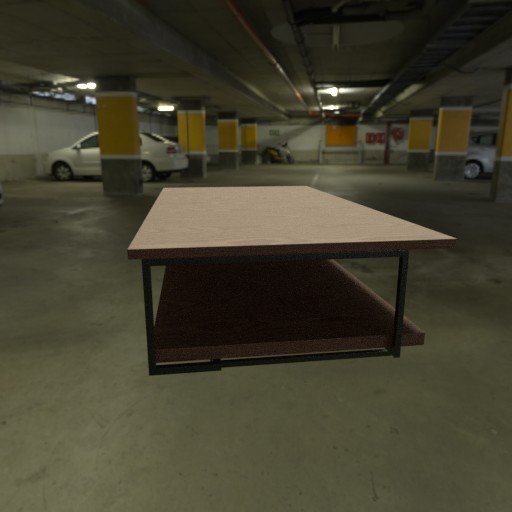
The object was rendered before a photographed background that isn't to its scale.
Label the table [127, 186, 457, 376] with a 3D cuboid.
[{"bbox_3d":[0.000,0.000,1.470,0.651,0.347,1.197,-2,14,-8],"label":"table"}]
